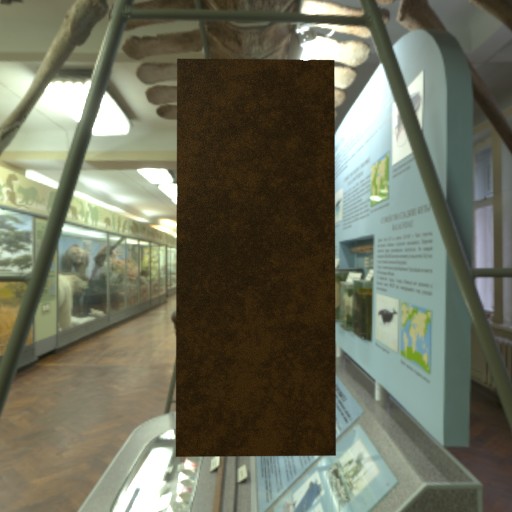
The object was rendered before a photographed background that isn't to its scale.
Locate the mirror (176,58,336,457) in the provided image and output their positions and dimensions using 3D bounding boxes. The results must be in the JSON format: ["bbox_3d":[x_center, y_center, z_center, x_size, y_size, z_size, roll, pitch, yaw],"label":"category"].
[{"bbox_3d":[0.000,0.000,2.283,0.812,2.031,0.032,0,-1,-1],"label":"mirror"}]
